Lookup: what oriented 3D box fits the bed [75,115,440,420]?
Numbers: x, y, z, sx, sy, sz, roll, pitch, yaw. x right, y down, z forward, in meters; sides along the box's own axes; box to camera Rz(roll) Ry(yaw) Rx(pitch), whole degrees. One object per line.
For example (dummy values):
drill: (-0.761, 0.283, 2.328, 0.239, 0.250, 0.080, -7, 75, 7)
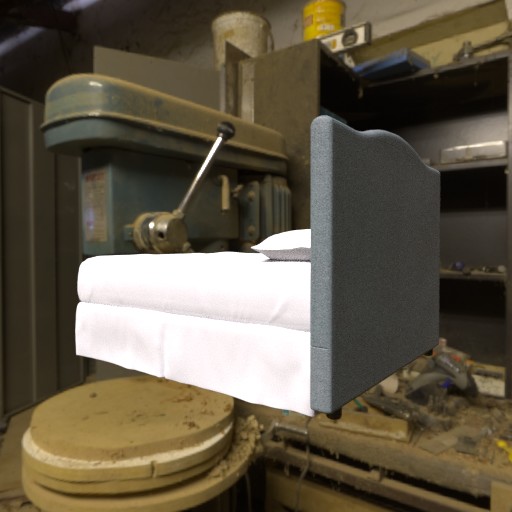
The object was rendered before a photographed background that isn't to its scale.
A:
bed: (0.000, 0.000, 3.247, 2.143, 1.460, 1.753, 1, 1, 37)
